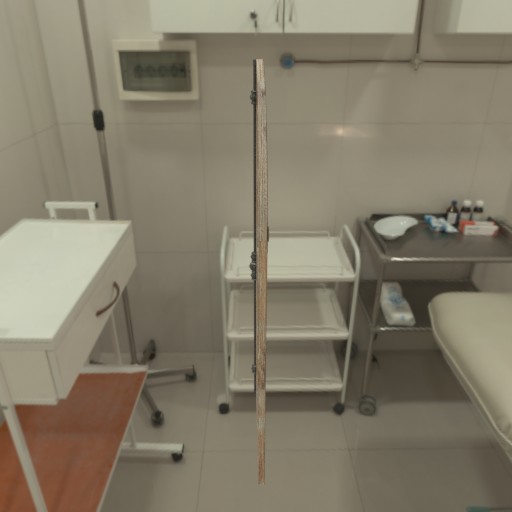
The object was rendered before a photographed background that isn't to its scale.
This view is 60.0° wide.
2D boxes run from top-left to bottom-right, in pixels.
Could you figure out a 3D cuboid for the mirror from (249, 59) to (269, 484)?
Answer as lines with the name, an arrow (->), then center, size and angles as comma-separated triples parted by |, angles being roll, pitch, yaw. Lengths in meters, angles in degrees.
mirror -> 0.000, 0.000, 1.127 | 0.032, 0.915, 0.609 | 0, 26, -1
